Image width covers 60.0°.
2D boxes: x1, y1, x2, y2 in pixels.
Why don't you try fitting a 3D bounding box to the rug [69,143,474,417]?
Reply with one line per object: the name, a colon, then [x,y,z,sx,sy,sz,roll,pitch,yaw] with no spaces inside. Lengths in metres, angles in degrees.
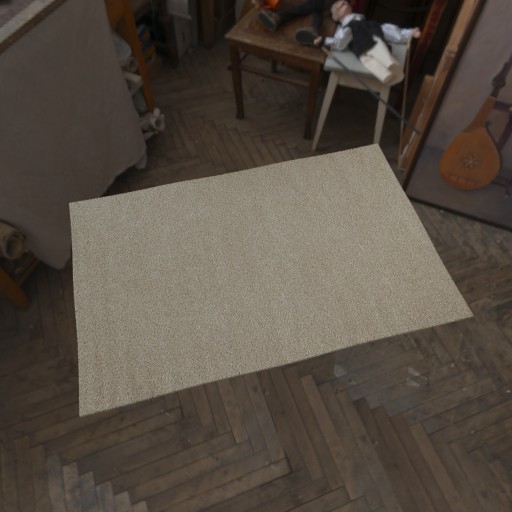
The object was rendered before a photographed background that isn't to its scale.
rug: [0.000,0.000,2.923,2.346,0.025,1.500,-12,59,-7]
